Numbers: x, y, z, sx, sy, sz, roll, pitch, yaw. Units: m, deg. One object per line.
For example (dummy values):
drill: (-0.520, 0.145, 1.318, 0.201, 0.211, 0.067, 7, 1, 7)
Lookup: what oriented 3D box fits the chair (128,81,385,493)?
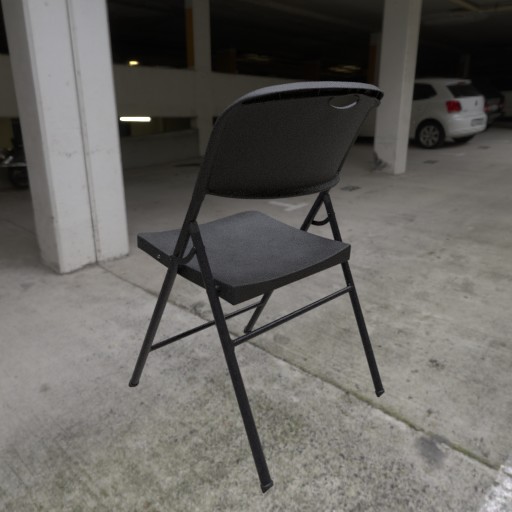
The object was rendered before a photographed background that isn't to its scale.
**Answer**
chair: (0.000, 0.000, 1.142, 0.566, 0.810, 0.494, 17, 24, 42)
